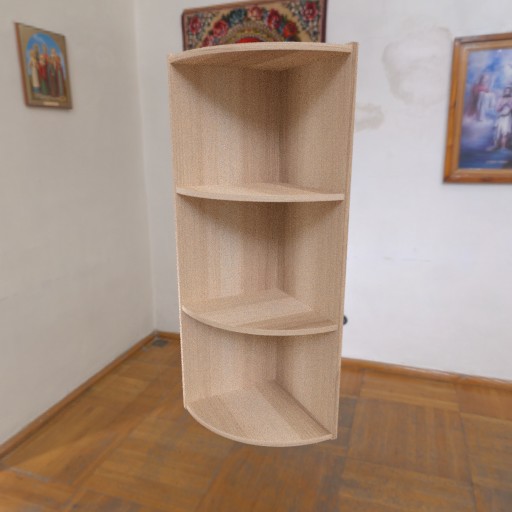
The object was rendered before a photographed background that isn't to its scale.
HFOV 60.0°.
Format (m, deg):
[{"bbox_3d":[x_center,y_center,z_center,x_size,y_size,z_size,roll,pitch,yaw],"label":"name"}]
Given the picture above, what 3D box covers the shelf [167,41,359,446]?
[{"bbox_3d":[0.000,0.000,1.014,0.290,0.872,0.290,-7,17,-25],"label":"shelf"}]
